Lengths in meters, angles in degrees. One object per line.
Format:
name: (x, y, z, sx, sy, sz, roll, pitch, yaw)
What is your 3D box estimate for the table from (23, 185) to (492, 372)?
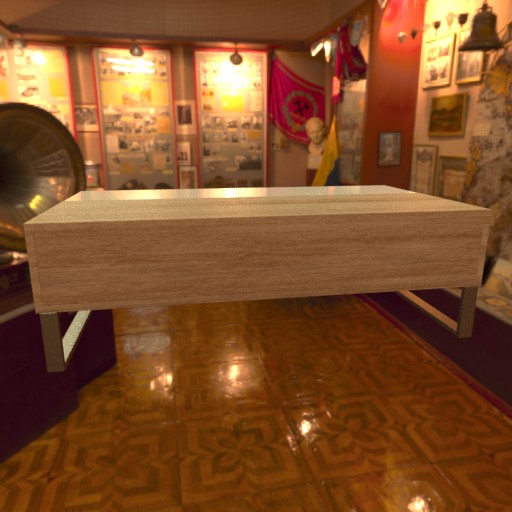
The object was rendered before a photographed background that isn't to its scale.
table: (0.000, 0.000, 1.355, 1.100, 0.350, 0.600, -3, 15, -10)
